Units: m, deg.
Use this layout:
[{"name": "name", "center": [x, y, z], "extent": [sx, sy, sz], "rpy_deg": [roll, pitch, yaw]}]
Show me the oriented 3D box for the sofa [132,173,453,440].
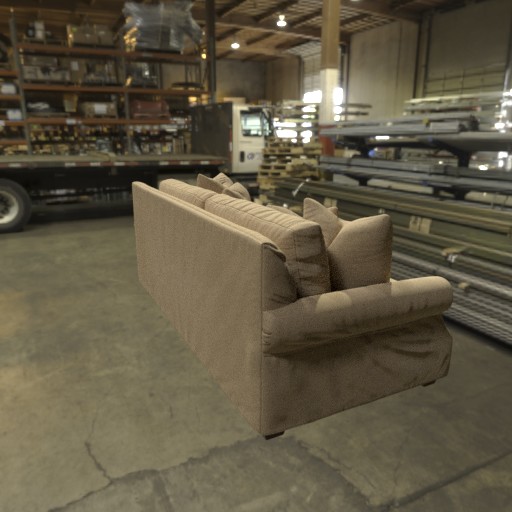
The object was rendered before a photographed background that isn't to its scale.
[{"name": "sofa", "center": [0.000, 0.000, 2.752], "extent": [1.067, 0.904, 2.285], "rpy_deg": [-8, 17, -26]}]
